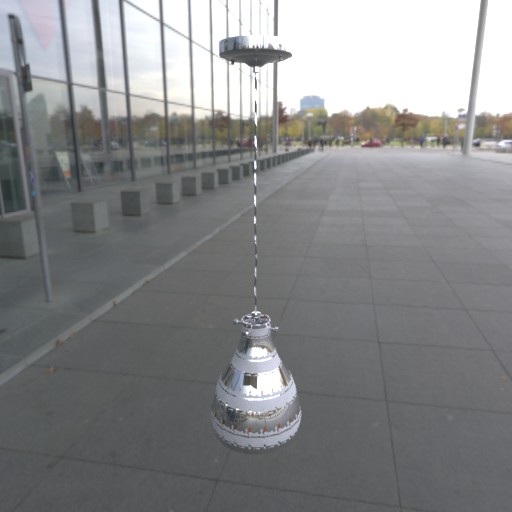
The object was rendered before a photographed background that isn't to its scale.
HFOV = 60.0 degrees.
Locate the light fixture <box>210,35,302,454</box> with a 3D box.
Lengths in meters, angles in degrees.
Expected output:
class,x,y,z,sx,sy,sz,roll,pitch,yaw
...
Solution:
class,x,y,z,sx,sy,sz,roll,pitch,yaw
light fixture,0.000,0.000,1.656,0.374,1.457,0.374,7,17,26
